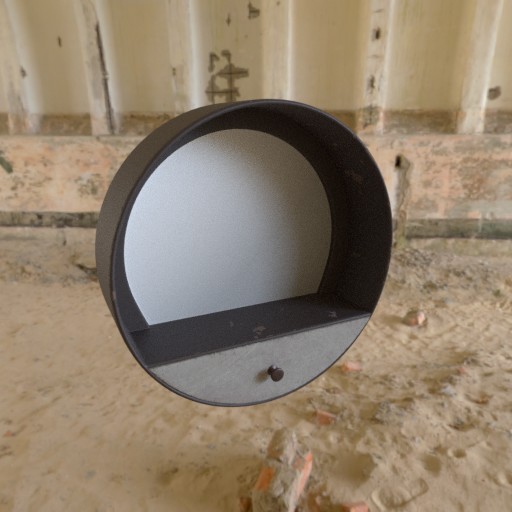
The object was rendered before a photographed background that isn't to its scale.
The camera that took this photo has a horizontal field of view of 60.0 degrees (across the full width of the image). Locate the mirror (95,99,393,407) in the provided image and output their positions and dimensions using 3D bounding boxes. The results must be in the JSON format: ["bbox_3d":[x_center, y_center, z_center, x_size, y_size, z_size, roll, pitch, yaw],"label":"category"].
[{"bbox_3d":[0.000,0.000,0.582,0.386,0.386,0.126,-8,18,-25],"label":"mirror"}]
